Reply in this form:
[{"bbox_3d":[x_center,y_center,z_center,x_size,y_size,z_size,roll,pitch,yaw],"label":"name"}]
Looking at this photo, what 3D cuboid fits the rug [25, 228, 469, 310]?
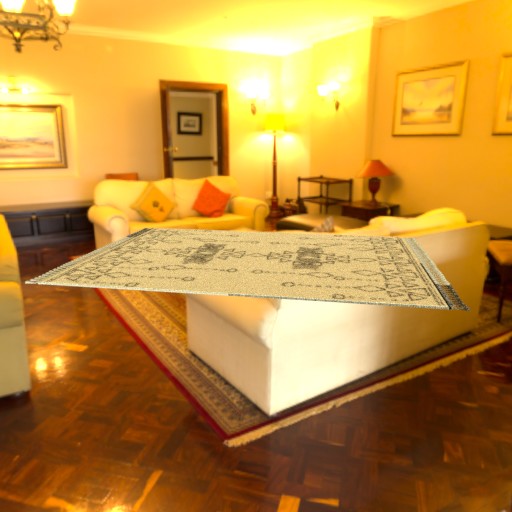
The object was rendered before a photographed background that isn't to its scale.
[{"bbox_3d":[0.000,0.000,3.016,2.312,0.013,1.600,3,15,10],"label":"rug"}]
